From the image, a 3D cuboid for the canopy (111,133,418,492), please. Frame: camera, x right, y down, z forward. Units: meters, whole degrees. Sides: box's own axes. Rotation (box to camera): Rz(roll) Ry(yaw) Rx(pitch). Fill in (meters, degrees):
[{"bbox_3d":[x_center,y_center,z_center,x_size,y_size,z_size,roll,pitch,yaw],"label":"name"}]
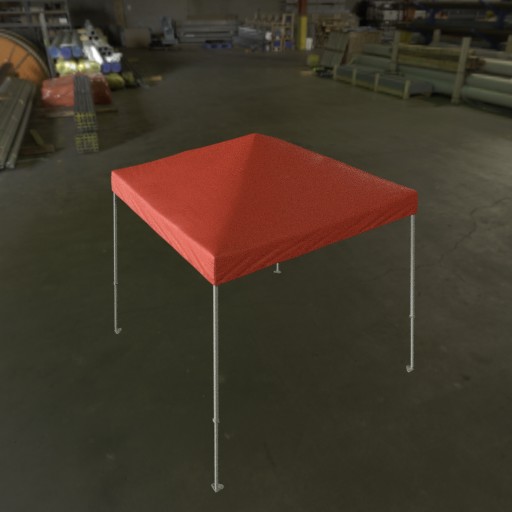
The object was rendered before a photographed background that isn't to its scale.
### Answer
[{"bbox_3d":[0.000,0.000,5.167,2.850,2.850,2.849,-19,35,-29],"label":"canopy"}]
